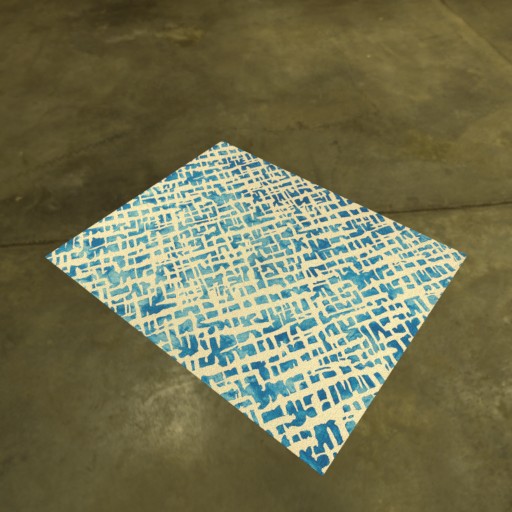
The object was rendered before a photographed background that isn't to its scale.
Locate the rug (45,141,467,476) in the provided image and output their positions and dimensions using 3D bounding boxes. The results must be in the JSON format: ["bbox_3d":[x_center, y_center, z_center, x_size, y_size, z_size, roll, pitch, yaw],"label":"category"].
[{"bbox_3d":[0.000,0.000,4.049,3.007,0.007,2.435,31,54,25],"label":"rug"}]
